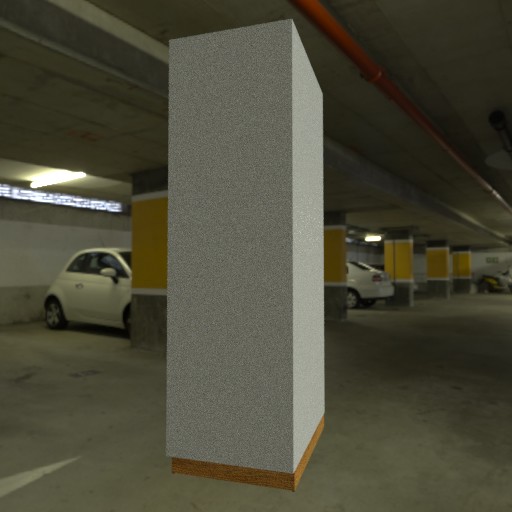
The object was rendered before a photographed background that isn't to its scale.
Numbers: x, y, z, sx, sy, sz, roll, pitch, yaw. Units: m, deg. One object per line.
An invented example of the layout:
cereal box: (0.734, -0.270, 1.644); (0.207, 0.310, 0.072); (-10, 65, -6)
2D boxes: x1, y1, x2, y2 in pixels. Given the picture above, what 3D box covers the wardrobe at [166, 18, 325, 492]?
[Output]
wardrobe: (0.000, 0.000, 2.400); (0.600, 2.040, 0.860); (-1, -2, 17)
